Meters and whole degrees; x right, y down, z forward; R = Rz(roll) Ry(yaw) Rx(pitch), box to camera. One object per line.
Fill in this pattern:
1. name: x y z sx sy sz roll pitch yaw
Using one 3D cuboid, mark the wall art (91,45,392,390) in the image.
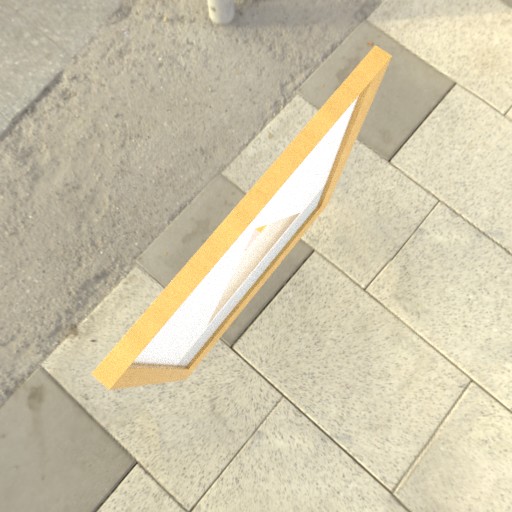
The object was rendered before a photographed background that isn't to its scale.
1. wall art: 0.000 0.000 2.847 0.097 1.936 1.935 38 79 9
